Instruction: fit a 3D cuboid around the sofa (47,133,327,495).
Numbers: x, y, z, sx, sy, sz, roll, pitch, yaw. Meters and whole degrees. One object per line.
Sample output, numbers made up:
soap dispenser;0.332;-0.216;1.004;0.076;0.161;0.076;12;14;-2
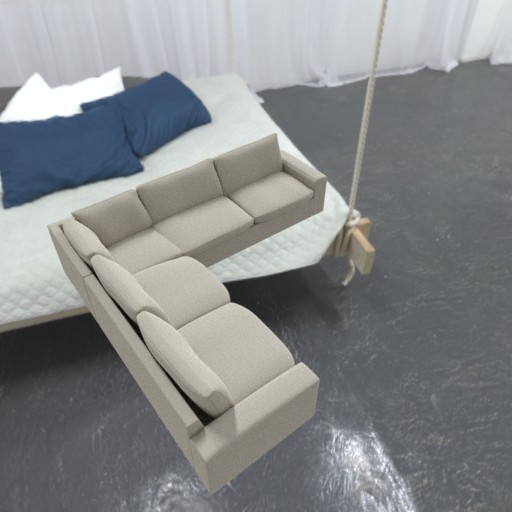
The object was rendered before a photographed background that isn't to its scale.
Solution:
sofa;0.000;0.000;4.624;3.206;0.918;3.066;-27;48;-28
